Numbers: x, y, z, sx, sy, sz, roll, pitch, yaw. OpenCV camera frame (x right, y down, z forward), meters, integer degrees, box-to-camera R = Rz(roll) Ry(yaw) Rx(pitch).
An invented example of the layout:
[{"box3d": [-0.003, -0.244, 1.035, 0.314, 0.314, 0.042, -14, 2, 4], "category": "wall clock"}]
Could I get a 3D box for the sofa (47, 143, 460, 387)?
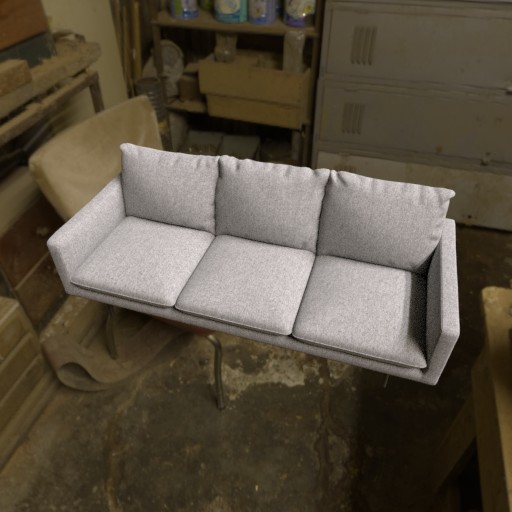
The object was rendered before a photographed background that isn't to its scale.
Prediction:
[{"box3d": [0.000, 0.000, 2.418, 2.000, 0.830, 0.850, 12, 42, 13], "category": "sofa"}]
